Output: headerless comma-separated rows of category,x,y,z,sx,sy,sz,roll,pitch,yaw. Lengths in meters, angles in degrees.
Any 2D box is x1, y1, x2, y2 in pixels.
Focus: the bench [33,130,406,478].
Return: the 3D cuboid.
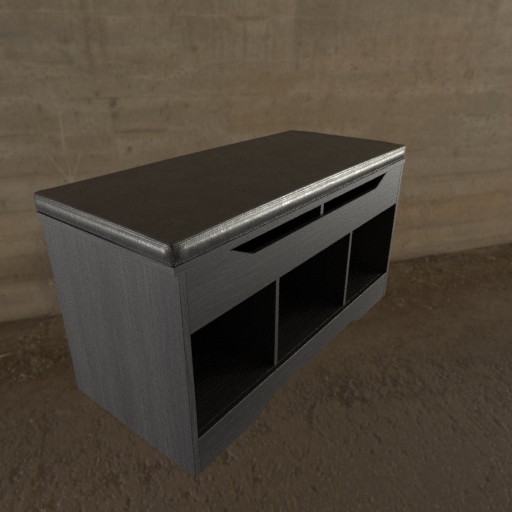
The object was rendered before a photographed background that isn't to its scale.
bench,0.000,0.000,1.173,0.401,0.501,0.905,19,31,34
